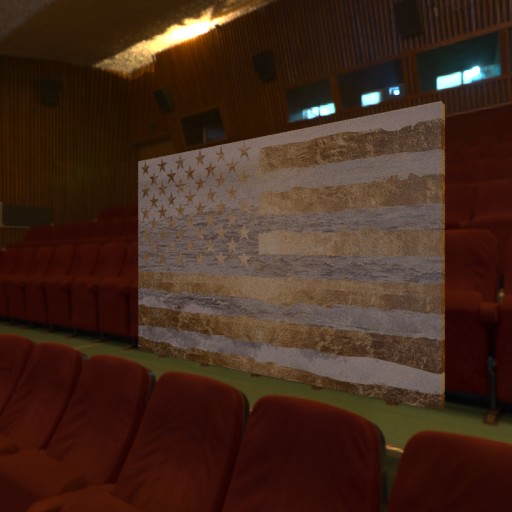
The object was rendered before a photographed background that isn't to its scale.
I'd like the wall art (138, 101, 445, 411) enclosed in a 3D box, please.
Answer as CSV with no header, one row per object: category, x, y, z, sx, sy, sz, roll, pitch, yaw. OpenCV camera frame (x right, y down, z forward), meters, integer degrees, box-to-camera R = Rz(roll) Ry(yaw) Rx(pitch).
wall art,0.000,0.000,1.163,0.932,0.610,0.027,0,0,37
